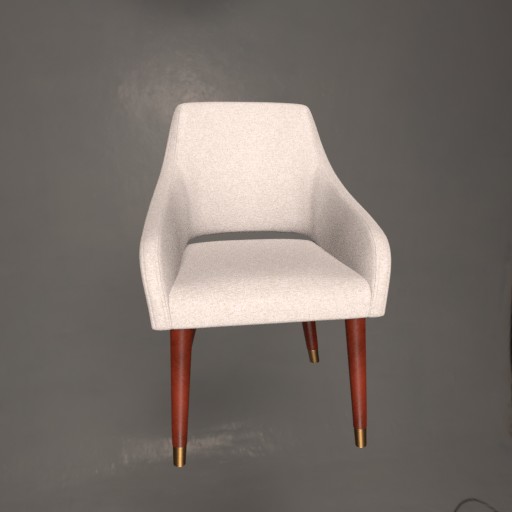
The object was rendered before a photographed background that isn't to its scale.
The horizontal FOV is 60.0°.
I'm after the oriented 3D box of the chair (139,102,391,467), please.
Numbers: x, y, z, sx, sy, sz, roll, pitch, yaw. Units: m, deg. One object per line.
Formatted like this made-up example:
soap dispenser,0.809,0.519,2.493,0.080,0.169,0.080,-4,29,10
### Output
chair,0.000,0.000,1.287,0.609,0.889,0.600,-2,15,-8
